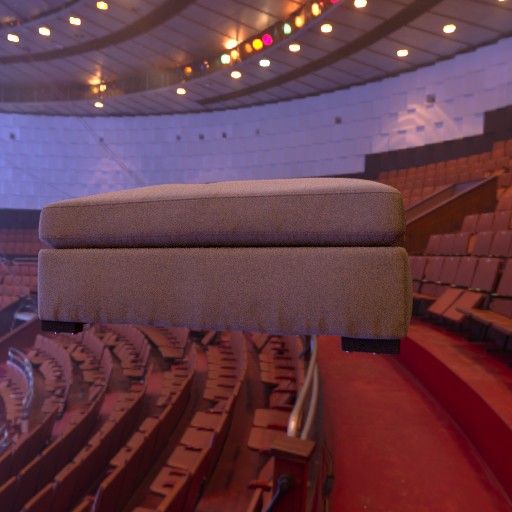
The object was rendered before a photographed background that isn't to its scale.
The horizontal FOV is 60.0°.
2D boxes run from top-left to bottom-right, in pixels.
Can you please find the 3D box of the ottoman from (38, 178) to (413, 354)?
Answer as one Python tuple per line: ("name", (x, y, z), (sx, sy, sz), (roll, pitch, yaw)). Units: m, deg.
("ottoman", (0.000, 0.000, 1.824), (1.203, 0.517, 1.171), (0, 0, 18))
